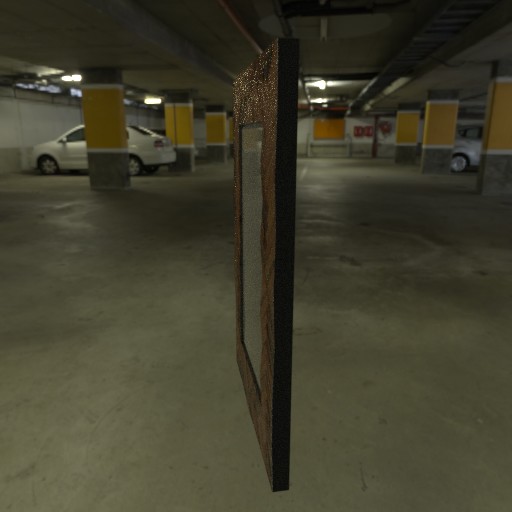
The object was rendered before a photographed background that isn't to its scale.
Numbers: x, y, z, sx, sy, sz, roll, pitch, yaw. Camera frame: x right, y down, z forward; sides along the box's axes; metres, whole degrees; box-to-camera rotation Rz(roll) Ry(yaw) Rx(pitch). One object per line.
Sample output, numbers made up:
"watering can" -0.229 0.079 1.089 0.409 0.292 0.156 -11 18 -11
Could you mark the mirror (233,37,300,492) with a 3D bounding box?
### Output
"mirror" 0.000 0.000 1.146 0.044 0.912 0.606 -3 15 -9
